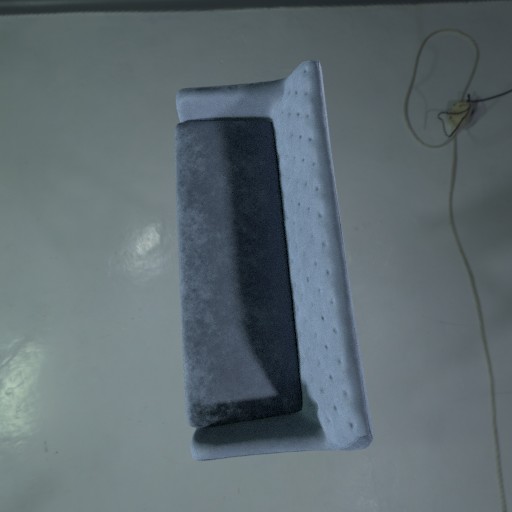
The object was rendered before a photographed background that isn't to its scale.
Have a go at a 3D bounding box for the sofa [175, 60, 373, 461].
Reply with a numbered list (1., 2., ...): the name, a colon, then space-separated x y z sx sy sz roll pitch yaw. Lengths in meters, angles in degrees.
1. sofa: 0.000 0.000 2.418 0.841 0.832 1.975 -5 75 -1
